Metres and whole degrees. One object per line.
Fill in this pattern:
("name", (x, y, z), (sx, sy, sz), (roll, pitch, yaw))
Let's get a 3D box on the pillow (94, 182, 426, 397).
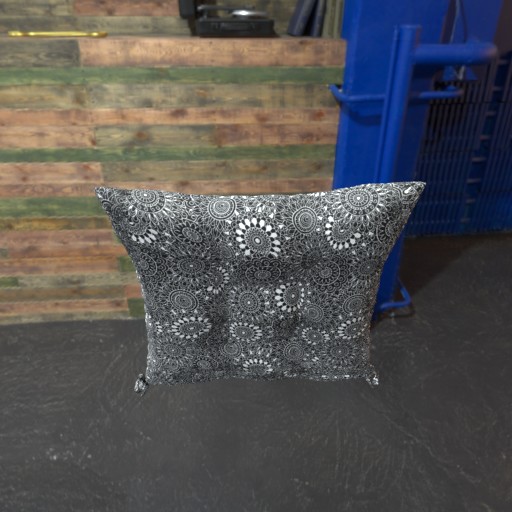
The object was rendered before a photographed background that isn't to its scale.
("pillow", (0.000, 0.000, 1.010), (0.541, 0.536, 0.585), (-1, 30, -2))
